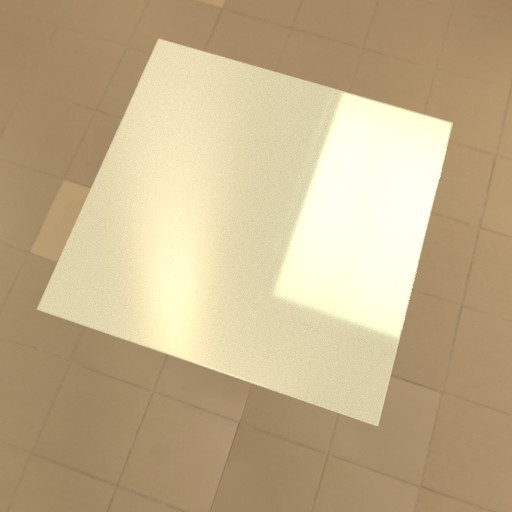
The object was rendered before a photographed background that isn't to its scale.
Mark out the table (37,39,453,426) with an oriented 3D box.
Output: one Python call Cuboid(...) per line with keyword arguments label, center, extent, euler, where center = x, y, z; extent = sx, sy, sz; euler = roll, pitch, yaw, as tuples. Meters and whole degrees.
Cuboid(label="table", center=(0.000, 0.000, 0.787), extent=(0.420, 0.470, 0.400), euler=(18, 77, 4))
